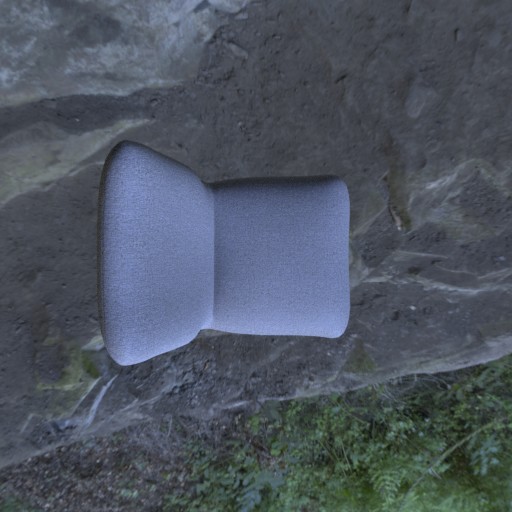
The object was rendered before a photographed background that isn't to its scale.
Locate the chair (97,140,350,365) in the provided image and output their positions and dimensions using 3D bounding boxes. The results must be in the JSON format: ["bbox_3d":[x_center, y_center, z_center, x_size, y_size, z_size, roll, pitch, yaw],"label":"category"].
[{"bbox_3d":[0.000,0.000,1.182,0.560,0.864,0.448,0,89,1],"label":"chair"}]
